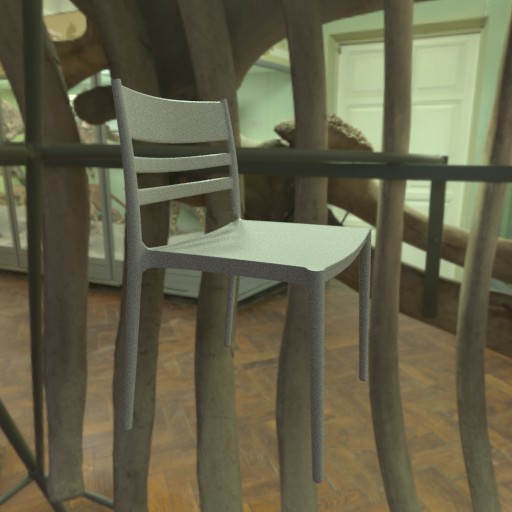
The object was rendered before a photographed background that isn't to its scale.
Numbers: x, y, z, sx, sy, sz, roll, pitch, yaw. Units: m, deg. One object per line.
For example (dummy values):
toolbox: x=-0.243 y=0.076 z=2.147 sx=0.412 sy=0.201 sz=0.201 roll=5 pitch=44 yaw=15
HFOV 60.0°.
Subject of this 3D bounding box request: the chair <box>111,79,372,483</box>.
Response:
chair: x=0.000 y=0.000 z=1.112 sx=0.511 sy=0.800 sz=0.531 roll=6 pitch=15 yaw=24
